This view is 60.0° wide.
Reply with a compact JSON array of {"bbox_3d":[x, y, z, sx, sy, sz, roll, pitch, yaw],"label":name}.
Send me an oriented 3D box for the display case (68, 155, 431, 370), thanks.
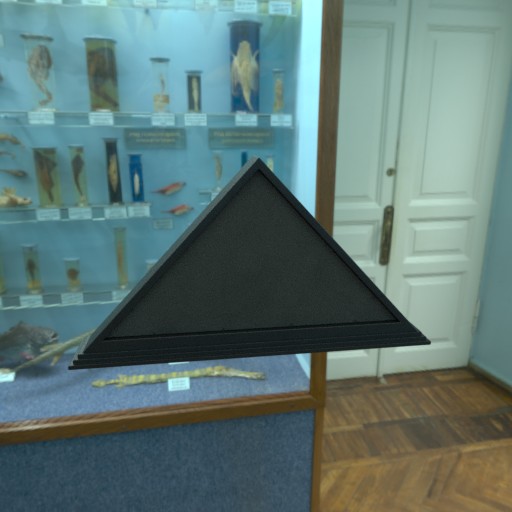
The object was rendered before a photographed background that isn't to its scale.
[{"bbox_3d":[0.000,0.000,0.775,0.640,0.340,0.095,-2,16,-8],"label":"display case"}]
